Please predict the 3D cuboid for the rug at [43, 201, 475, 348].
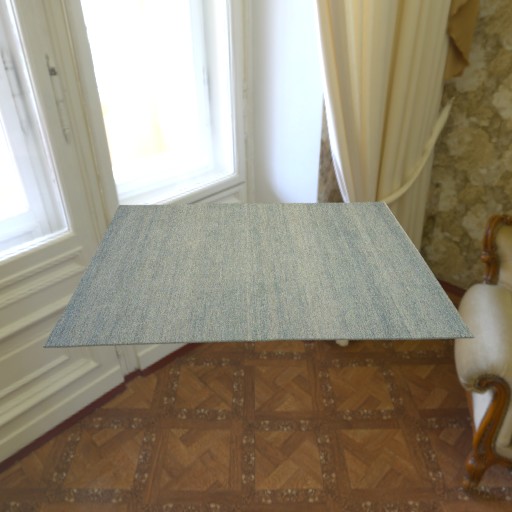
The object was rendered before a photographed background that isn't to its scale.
[{"bbox_3d":[0.000,0.000,4.334,3.237,0.046,2.461,-1,31,-1],"label":"rug"}]
